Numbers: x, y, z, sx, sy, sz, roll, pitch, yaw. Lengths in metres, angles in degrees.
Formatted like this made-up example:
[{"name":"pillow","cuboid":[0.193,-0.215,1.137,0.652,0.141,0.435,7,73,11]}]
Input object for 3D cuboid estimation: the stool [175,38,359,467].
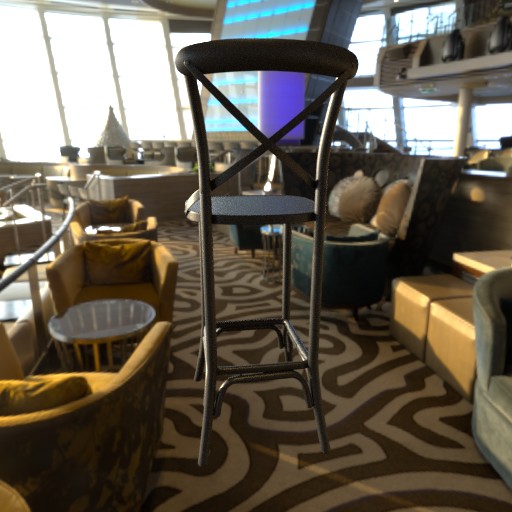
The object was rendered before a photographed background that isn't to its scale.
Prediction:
[{"name":"stool","cuboid":[0.000,0.000,1.427,0.457,1.168,0.584,-2,15,-9]}]
